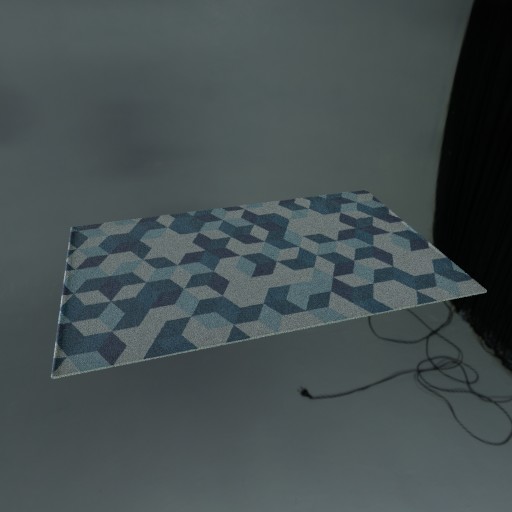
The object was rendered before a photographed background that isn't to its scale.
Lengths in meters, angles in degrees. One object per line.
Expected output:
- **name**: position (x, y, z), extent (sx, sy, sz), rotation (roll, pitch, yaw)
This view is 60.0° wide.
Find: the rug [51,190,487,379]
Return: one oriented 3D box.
- **rug**: position (0.000, 0.000, 2.980), extent (2.438, 0.015, 1.518), rotation (-9, 34, -13)
